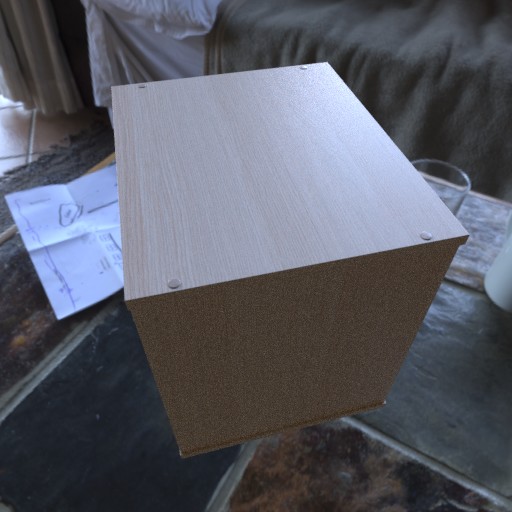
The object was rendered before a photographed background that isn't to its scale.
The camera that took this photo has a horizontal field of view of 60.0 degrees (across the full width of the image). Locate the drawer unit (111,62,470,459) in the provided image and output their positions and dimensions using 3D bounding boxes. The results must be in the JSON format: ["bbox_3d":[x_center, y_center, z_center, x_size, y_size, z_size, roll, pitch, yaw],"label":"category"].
[{"bbox_3d":[0.000,0.000,0.596,0.290,0.344,0.349,-10,48,-10],"label":"drawer unit"}]
